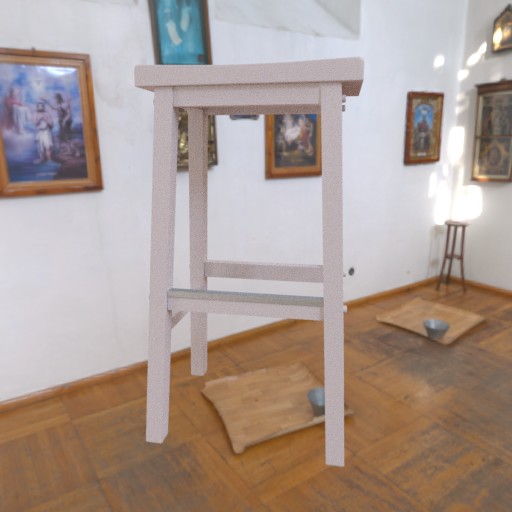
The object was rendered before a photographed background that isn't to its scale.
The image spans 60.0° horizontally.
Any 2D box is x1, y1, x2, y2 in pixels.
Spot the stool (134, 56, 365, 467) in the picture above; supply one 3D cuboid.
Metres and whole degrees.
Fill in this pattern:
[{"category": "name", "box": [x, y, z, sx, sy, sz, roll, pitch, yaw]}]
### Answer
[{"category": "stool", "box": [0.000, 0.000, 0.955, 0.406, 0.742, 0.322, 3, 14, 11]}]
